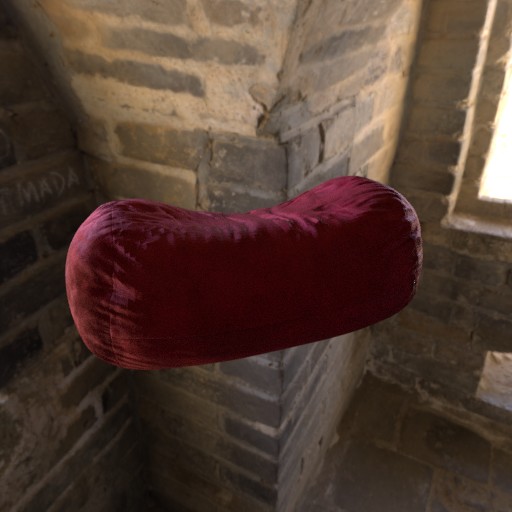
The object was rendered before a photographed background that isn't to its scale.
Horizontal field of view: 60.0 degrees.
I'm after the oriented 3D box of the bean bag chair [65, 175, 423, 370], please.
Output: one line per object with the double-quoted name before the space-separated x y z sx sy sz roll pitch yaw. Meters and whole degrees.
"bean bag chair" 0.000 0.000 2.863 2.293 0.867 1.216 -9 27 -17
